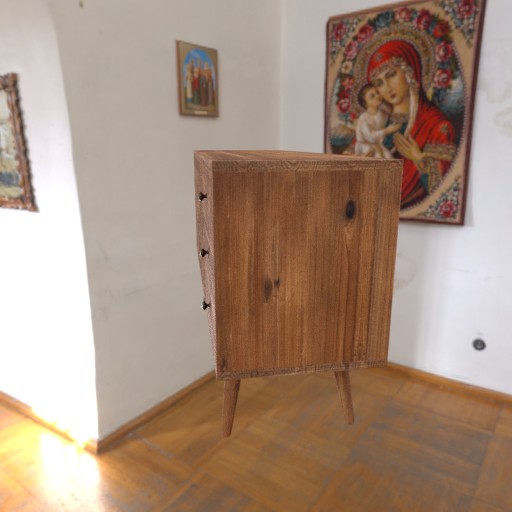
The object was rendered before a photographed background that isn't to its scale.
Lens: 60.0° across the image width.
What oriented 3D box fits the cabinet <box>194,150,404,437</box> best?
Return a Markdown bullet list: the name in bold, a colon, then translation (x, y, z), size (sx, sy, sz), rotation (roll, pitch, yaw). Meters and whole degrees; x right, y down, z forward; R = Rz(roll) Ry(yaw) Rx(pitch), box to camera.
- **cabinet**: translation (0.000, 0.000, 1.769), size (0.472, 0.800, 1.400), rotation (-2, 15, -9)
